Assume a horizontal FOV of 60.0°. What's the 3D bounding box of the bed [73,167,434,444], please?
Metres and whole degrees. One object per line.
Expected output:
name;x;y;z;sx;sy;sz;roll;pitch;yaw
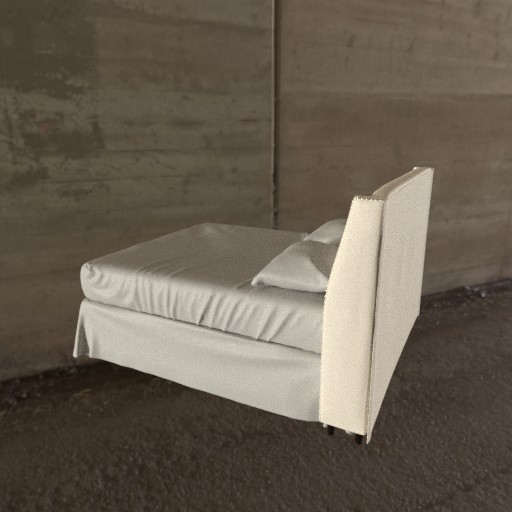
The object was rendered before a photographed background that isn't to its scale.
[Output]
bed;0.000;0.000;3.424;2.276;1.332;1.925;8;18;26
